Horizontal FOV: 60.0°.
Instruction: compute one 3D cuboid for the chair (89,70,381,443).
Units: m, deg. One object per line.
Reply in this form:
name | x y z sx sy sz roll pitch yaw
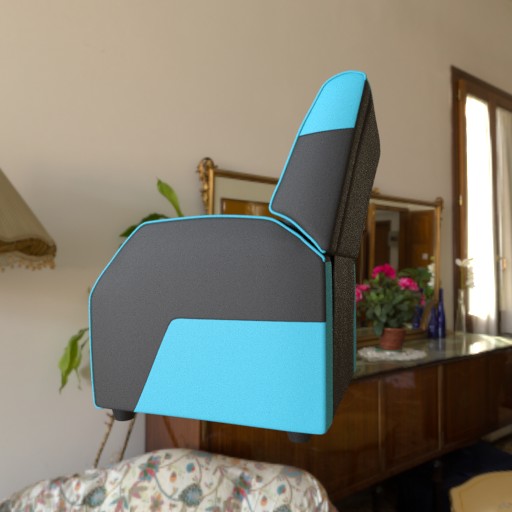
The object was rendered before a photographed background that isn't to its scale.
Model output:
chair | 0.000 0.000 1.264 0.672 0.805 0.620 -1 -2 18
